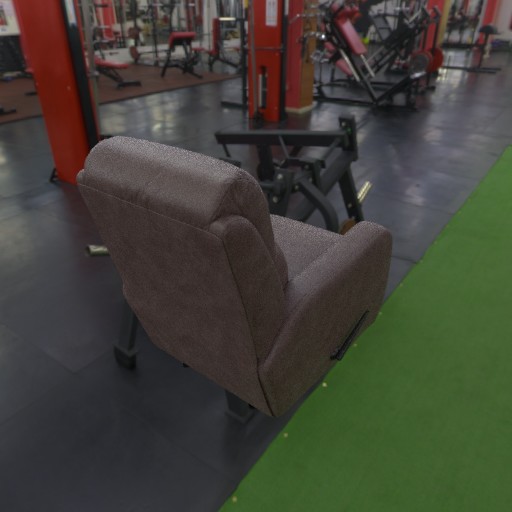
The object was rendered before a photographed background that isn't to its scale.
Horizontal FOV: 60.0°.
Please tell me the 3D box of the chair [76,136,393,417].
[{"bbox_3d":[0.000,0.000,1.834,0.865,1.067,1.067,21,36,32],"label":"chair"}]
